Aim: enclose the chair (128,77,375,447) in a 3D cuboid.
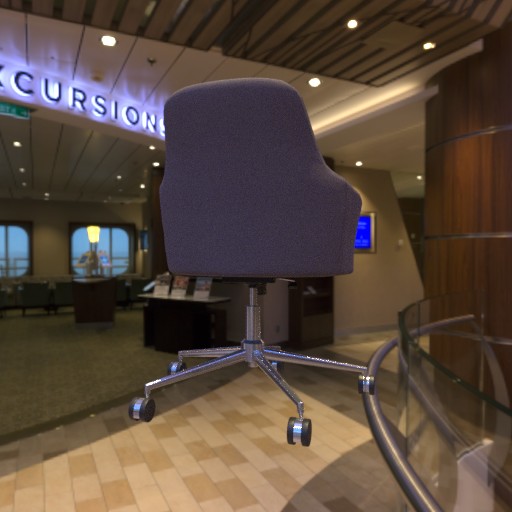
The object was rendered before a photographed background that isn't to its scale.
[{"bbox_3d":[0.000,0.000,1.283,0.655,0.820,0.600,0,1,18],"label":"chair"}]
